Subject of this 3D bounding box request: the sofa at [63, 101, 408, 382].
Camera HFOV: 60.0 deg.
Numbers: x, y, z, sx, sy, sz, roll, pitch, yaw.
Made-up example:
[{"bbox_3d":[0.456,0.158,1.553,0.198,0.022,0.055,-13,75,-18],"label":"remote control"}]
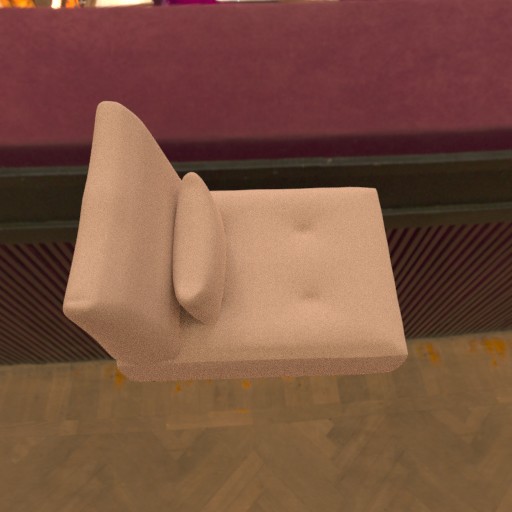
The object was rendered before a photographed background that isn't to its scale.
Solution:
[{"bbox_3d":[0.000,0.000,1.537,1.000,0.820,0.700,-2,63,-1],"label":"sofa"}]
